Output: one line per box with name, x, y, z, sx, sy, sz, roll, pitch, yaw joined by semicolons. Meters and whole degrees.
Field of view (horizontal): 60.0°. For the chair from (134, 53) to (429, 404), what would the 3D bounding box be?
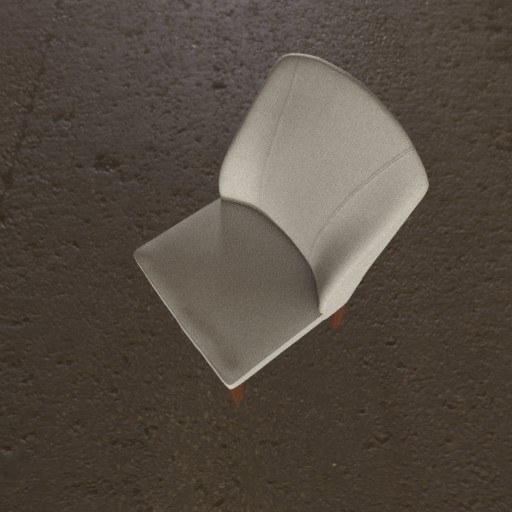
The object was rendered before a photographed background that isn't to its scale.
chair;0.000;0.000;1.208;0.540;0.893;0.472;-34;68;-16
